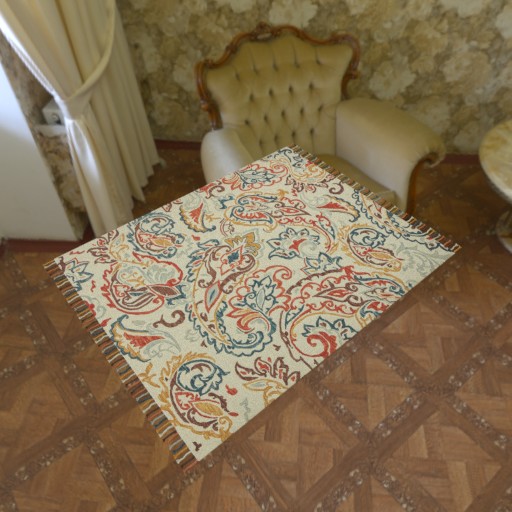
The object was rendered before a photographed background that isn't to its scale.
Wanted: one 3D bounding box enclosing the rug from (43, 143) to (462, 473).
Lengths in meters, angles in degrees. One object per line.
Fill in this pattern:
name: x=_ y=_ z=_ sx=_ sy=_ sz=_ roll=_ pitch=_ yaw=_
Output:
rug: x=0.000 y=0.000 z=4.306 sx=3.274 sy=0.015 sz=2.439 roll=-31 pitch=54 yaw=-26
